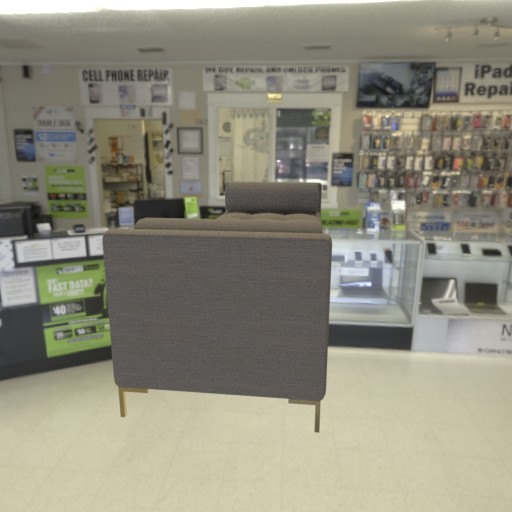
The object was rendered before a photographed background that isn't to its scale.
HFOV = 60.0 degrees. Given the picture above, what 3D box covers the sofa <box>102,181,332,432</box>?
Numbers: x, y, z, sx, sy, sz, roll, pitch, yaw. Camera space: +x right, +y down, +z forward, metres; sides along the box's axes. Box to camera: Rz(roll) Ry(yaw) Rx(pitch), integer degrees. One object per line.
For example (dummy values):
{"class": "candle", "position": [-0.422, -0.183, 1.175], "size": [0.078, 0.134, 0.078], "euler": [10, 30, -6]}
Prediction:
{"class": "sofa", "position": [0.000, 0.000, 2.298], "size": [0.686, 0.635, 1.981], "euler": [2, 14, 7]}
